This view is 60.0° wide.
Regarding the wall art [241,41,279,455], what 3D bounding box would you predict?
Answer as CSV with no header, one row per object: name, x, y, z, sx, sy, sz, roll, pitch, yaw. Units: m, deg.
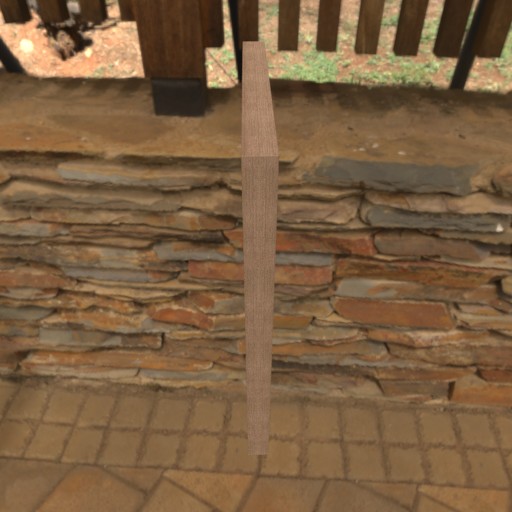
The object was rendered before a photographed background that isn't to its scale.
wall art,0.000,0.000,0.664,0.031,0.509,0.356,-1,40,-1
